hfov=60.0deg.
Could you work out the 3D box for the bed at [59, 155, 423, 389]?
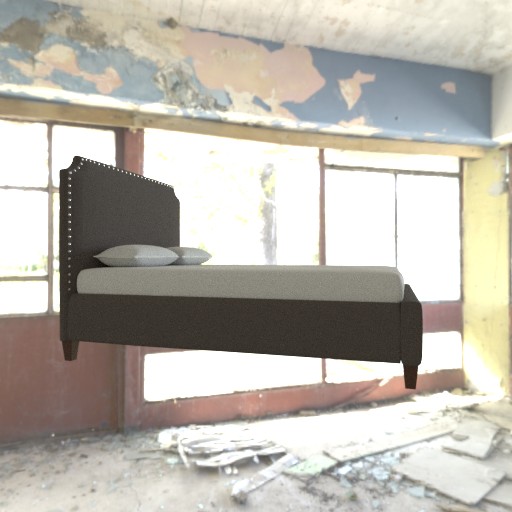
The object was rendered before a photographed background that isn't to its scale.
[{"bbox_3d":[0.000,0.000,3.501,2.372,1.443,1.713,0,0,17],"label":"bed"}]
